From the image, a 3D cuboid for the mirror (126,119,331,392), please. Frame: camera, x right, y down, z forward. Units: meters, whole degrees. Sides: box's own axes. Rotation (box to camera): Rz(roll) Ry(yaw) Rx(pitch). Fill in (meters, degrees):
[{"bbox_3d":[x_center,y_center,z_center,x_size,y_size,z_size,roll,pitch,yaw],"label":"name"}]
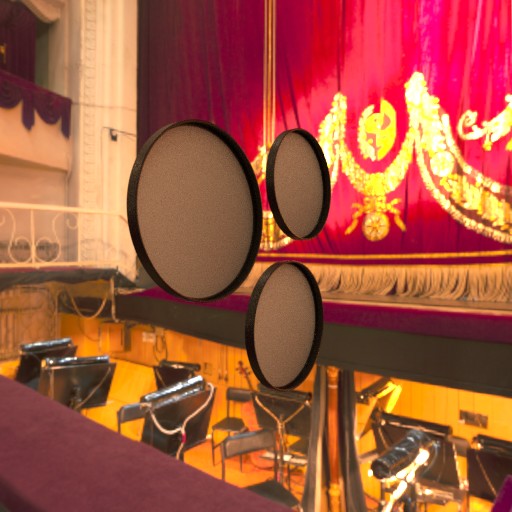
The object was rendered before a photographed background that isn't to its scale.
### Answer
[{"bbox_3d":[0.000,0.000,3.172,0.076,2.096,2.160,0,-1,37],"label":"mirror"}]
